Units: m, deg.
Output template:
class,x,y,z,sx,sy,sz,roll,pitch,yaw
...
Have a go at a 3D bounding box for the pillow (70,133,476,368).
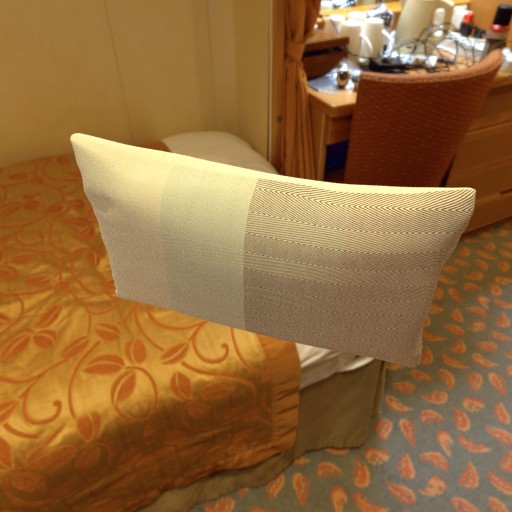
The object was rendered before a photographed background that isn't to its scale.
class,x,y,z,sx,sy,sz,roll,pitch,yaw
pillow,0.000,0.000,0.619,0.506,0.305,0.139,11,42,13
